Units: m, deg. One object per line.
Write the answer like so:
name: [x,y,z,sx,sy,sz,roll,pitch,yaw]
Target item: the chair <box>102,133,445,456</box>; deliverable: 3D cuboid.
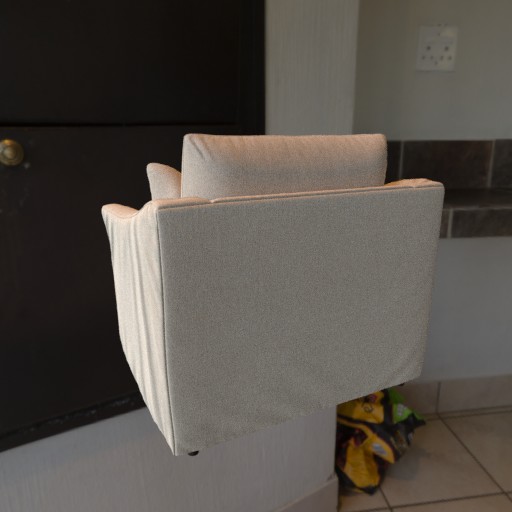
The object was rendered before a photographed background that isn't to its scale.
chair: [0.000,0.000,2.042,1.194,1.093,1.071,-8,18,-26]
